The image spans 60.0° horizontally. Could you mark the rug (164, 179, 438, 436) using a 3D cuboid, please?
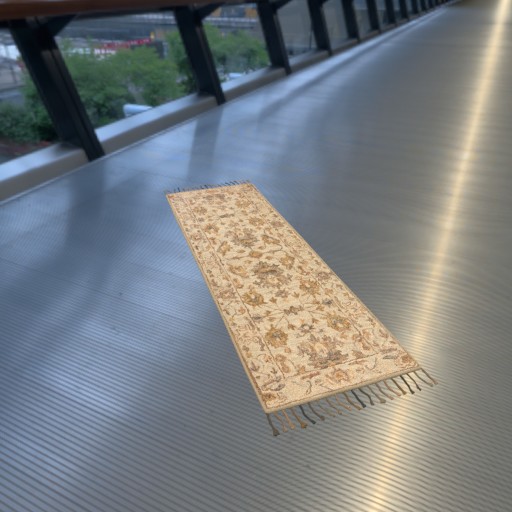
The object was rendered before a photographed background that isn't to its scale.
[{"bbox_3d":[0.000,0.000,2.684,0.729,0.021,2.438,-10,32,-17],"label":"rug"}]
